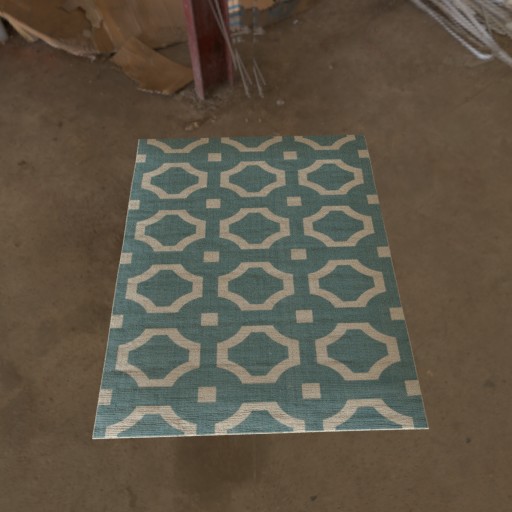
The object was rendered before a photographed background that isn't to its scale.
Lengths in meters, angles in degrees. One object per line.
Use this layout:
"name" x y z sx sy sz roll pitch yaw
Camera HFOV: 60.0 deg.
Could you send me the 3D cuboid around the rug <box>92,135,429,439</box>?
"rug" 0.000 0.000 4.035 2.466 0.021 3.049 -1 58 -1
